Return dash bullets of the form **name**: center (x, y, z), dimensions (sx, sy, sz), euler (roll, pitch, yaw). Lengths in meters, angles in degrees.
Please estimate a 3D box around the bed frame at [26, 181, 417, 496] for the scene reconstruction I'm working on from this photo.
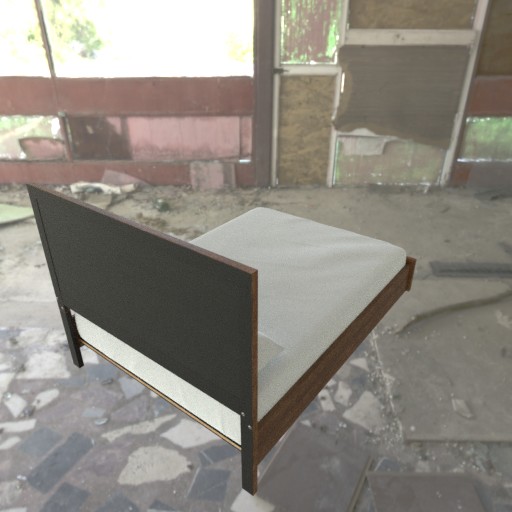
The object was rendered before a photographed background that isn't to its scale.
- **bed frame**: center (0.000, 0.000, 3.303), dimensions (1.696, 1.417, 2.276), euler (20, 35, 32)
